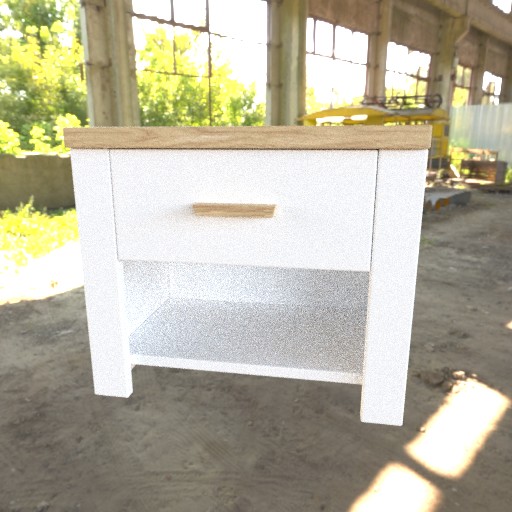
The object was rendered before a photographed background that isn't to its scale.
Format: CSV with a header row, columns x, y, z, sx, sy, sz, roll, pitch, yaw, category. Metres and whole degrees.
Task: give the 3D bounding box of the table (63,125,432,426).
x,y,z,sx,sy,sz,roll,pitch,yaw,category
0.000,0.000,0.800,0.500,0.440,0.360,3,15,10,table
